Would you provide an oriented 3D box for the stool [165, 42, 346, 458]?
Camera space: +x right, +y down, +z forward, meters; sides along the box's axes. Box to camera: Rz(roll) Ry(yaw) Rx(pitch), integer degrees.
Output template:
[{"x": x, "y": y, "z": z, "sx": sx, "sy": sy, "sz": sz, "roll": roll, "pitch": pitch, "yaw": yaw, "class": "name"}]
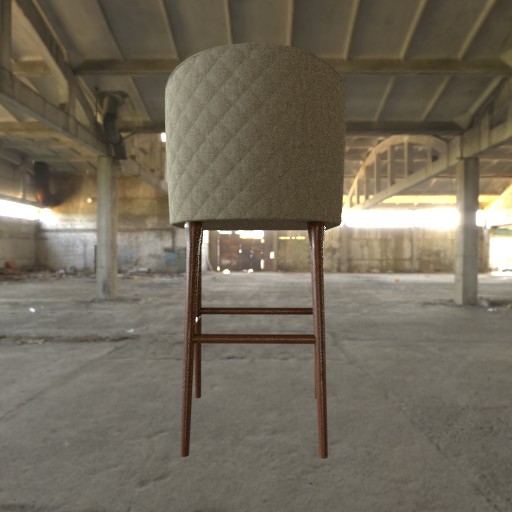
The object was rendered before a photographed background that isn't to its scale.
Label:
[{"x": 0.000, "y": 0.000, "z": 1.416, "sx": 0.559, "sy": 1.078, "sz": 0.607, "roll": 0, "pitch": 0, "yaw": 1, "class": "stool"}]
